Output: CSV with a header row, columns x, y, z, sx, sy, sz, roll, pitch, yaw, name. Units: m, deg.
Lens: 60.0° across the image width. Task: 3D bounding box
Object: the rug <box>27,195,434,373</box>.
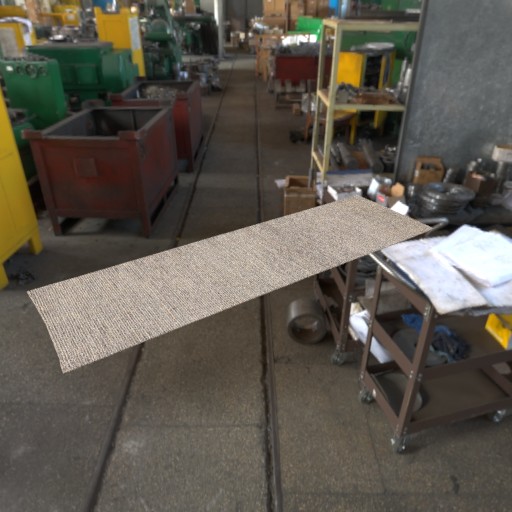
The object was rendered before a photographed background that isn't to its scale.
x,y,z,sx,sy,sz,roll,pitch,yaw,name
0.000,0.000,2.565,2.335,0.013,0.697,-18,35,-29,rug
